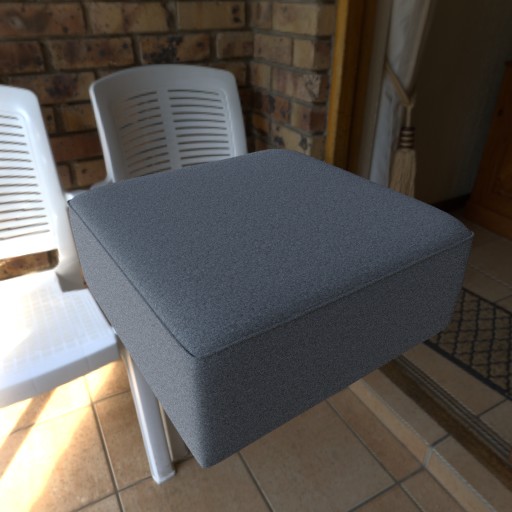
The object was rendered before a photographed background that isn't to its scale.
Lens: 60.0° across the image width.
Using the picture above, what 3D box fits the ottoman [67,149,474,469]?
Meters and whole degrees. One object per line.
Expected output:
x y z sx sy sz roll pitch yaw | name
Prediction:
0.000 0.000 1.576 1.005 0.464 1.015 -19 36 -29 | ottoman
